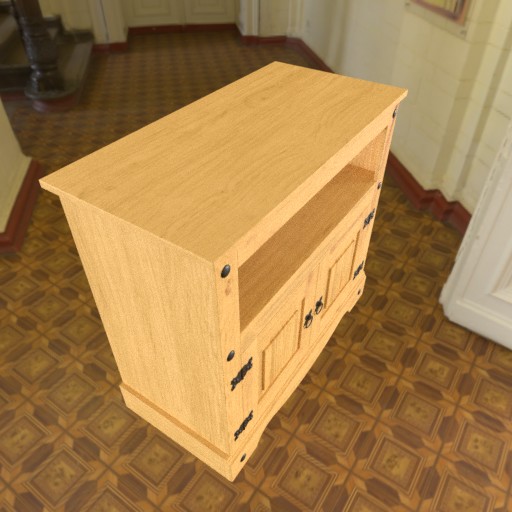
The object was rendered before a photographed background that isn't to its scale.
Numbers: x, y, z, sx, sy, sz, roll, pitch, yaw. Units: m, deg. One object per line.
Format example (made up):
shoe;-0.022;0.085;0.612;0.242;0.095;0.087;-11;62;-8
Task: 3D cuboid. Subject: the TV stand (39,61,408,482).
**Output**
TV stand;0.000;0.000;1.281;0.430;0.787;0.851;24;46;25
